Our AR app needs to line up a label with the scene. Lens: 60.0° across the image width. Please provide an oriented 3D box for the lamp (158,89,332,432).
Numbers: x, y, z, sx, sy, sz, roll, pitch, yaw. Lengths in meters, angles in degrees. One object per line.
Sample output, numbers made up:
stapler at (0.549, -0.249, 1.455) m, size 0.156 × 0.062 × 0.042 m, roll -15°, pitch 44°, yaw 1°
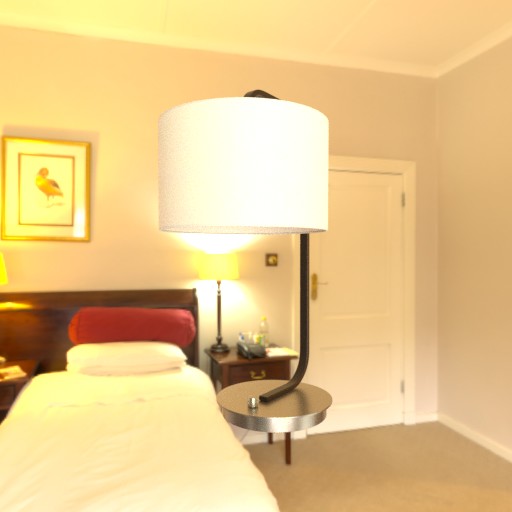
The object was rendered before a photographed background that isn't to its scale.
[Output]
lamp at (0.000, 0.000, 0.633) m, size 0.230 × 0.473 × 0.288 m, roll 0°, pitch 0°, yaw 36°
